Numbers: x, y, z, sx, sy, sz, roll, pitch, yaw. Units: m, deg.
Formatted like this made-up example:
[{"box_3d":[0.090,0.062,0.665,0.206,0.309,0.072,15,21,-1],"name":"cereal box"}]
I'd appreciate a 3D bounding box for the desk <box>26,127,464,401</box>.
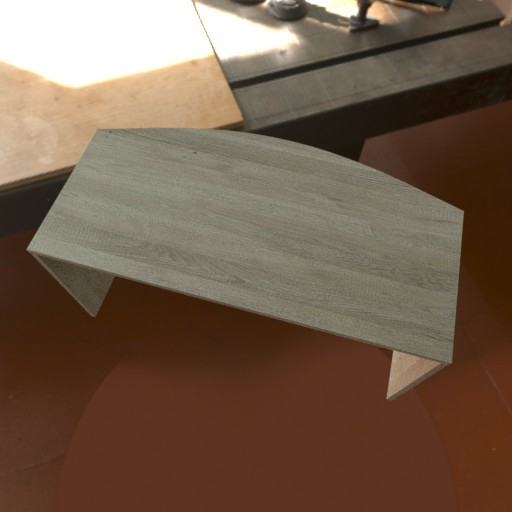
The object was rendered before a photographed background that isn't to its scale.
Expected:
[{"box_3d":[0.000,0.000,2.107,1.600,0.752,0.802,14,63,7],"name":"desk"}]
